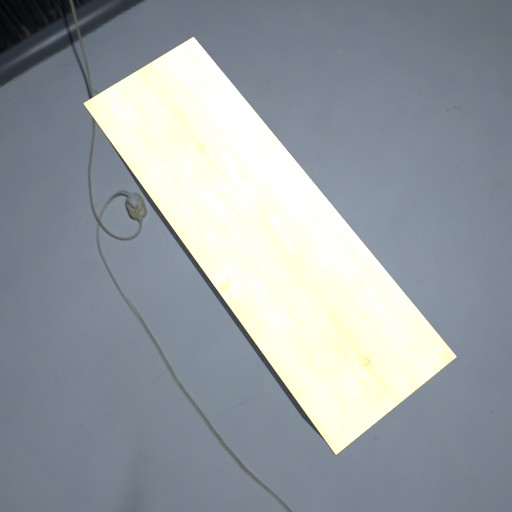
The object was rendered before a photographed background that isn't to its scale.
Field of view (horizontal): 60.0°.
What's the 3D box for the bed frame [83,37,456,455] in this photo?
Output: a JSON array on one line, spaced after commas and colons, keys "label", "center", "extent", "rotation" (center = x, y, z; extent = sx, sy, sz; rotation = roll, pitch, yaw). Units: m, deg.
[{"label": "bed frame", "center": [0.000, 0.000, 1.740], "extent": [0.430, 0.850, 1.300], "rotation": [-35, 78, -8]}]
